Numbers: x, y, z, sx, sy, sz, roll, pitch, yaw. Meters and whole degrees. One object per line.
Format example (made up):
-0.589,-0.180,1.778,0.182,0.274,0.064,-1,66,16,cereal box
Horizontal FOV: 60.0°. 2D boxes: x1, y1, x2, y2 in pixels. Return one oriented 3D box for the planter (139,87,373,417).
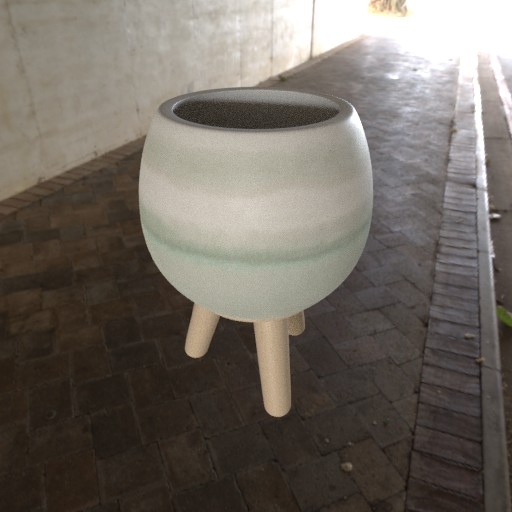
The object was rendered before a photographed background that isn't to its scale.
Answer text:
0.000,0.000,0.339,0.161,0.224,0.161,0,31,0,planter
